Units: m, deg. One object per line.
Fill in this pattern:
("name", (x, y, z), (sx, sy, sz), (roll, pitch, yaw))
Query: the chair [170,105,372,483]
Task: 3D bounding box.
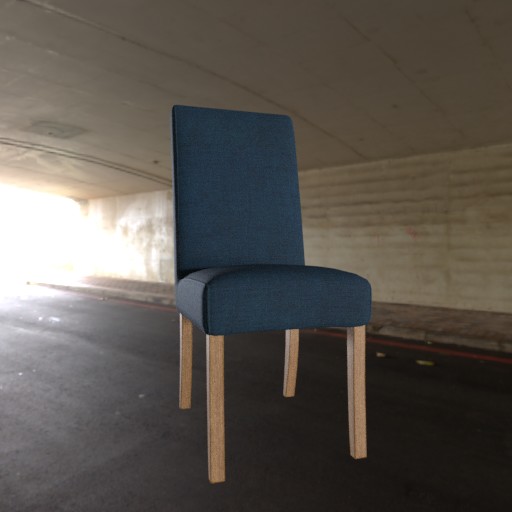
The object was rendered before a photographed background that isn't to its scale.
("chair", (0.000, 0.000, 1.355), (0.450, 1.029, 0.610), (-1, 2, -18))
